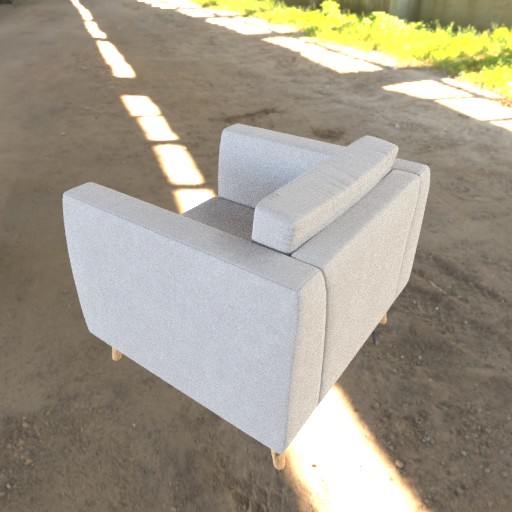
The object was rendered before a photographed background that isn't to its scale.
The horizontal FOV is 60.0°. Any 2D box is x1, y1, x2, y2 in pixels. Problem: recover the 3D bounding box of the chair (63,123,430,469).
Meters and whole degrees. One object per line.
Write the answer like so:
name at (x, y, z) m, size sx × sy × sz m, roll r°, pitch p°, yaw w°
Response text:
chair at (0.000, 0.000, 1.692) m, size 0.930 × 0.860 × 1.000 m, roll 22°, pitch 39°, yaw 29°
